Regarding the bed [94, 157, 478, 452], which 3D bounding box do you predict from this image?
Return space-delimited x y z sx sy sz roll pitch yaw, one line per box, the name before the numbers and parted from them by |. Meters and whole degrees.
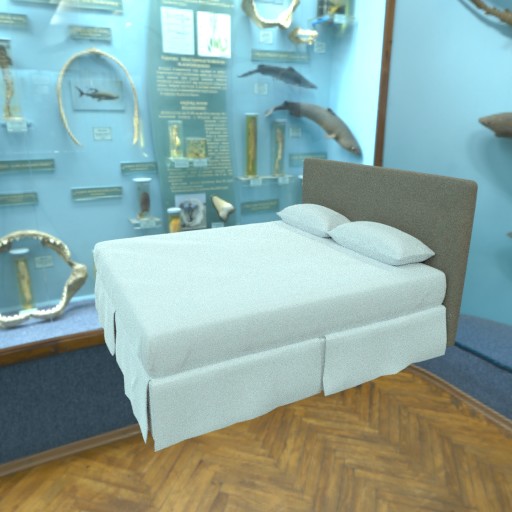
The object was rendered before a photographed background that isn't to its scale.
bed | 0.000 0.000 3.524 2.341 1.317 2.119 -8 19 -25
